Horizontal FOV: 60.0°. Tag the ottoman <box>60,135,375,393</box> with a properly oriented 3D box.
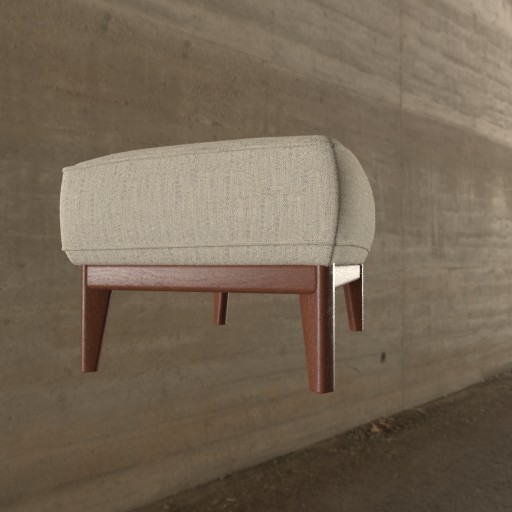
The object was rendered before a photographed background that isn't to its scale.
[{"bbox_3d":[0.000,0.000,1.152,0.594,0.465,0.794,0,-1,17],"label":"ottoman"}]
